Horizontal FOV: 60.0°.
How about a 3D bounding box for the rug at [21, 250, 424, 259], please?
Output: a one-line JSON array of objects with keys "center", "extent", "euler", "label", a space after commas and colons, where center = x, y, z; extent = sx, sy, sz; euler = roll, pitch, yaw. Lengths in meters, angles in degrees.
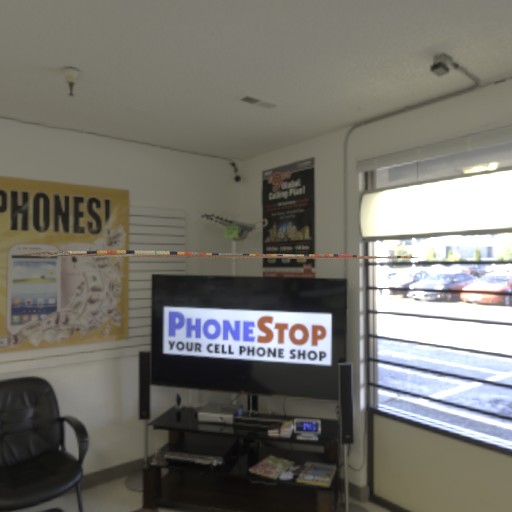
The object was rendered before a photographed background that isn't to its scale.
[{"center": [0.000, 0.000, 2.692], "extent": [2.455, 0.017, 0.695], "euler": [1, -1, -36], "label": "rug"}]
